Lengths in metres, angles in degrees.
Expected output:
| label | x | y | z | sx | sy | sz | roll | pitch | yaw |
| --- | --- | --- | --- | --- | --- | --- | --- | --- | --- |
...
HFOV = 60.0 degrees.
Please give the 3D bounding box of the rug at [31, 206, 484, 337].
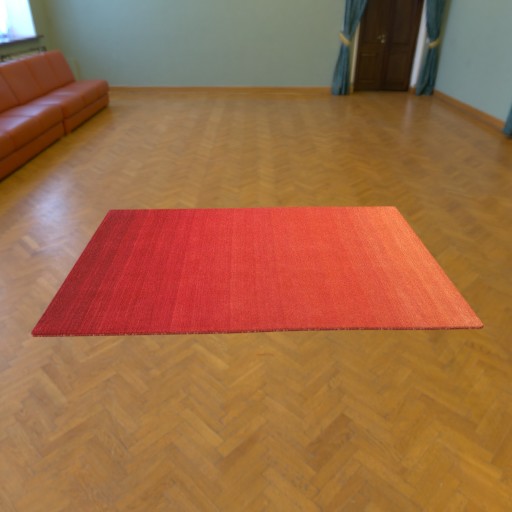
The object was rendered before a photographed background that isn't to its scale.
| label | x | y | z | sx | sy | sz | roll | pitch | yaw |
| --- | --- | --- | --- | --- | --- | --- | --- | --- | --- |
| rug | 0.000 | 0.000 | 2.316 | 1.835 | 0.018 | 1.230 | -1 | 30 | -1 |
